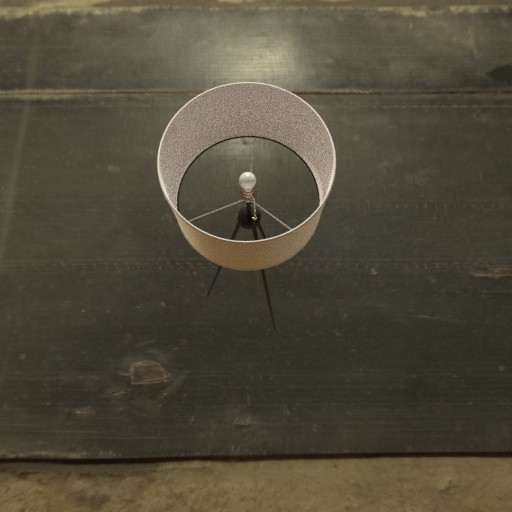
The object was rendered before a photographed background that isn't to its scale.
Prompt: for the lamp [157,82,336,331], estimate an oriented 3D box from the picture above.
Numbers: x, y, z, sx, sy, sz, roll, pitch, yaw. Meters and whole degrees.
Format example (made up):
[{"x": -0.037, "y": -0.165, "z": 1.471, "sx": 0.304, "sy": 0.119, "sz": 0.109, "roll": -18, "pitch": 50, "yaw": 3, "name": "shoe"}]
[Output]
[{"x": 0.000, "y": 0.000, "z": 1.749, "sx": 0.448, "sy": 1.545, "sz": 0.458, "roll": -37, "pitch": 78, "yaw": -10, "name": "lamp"}]
